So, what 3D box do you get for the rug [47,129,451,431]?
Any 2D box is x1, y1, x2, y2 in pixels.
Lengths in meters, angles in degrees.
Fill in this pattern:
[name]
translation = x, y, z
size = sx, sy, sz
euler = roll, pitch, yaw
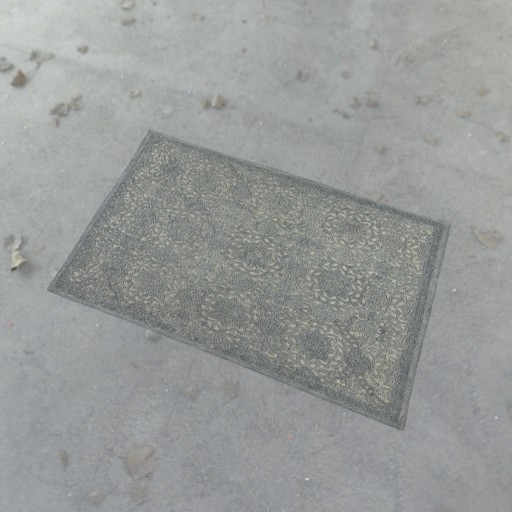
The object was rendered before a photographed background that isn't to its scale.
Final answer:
[rug]
translation = 0.000, 0.000, 3.157
size = 2.498, 0.022, 1.535
euler = 19, 66, 9
